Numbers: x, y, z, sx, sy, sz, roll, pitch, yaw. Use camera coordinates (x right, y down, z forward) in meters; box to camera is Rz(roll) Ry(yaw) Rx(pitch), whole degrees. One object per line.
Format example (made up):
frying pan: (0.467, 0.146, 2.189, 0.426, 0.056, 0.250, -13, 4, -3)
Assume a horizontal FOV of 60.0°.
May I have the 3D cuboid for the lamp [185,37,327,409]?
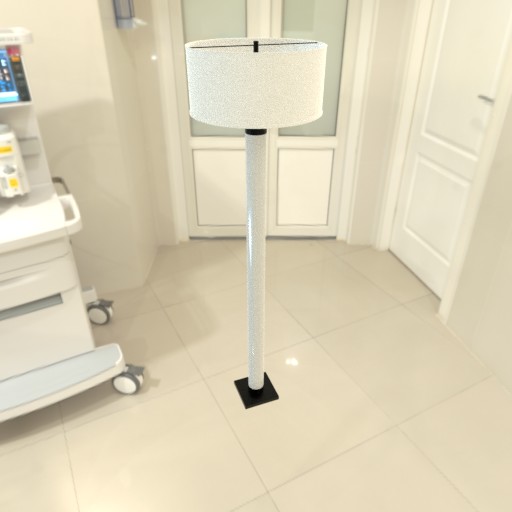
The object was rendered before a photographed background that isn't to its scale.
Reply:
lamp: (0.000, 0.000, 1.683, 0.420, 1.475, 0.420, -11, 33, -18)
